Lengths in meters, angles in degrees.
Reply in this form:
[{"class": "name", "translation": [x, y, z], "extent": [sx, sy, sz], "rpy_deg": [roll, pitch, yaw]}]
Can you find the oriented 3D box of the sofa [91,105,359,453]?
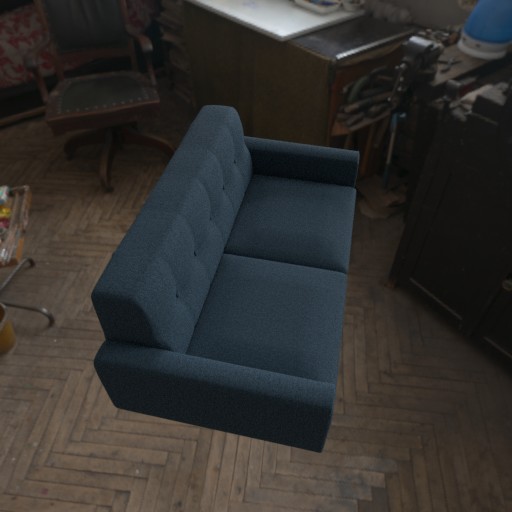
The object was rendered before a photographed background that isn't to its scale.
[{"class": "sofa", "translation": [0.000, 0.000, 2.270], "extent": [0.942, 0.896, 1.651], "rpy_deg": [9, 48, 8]}]
